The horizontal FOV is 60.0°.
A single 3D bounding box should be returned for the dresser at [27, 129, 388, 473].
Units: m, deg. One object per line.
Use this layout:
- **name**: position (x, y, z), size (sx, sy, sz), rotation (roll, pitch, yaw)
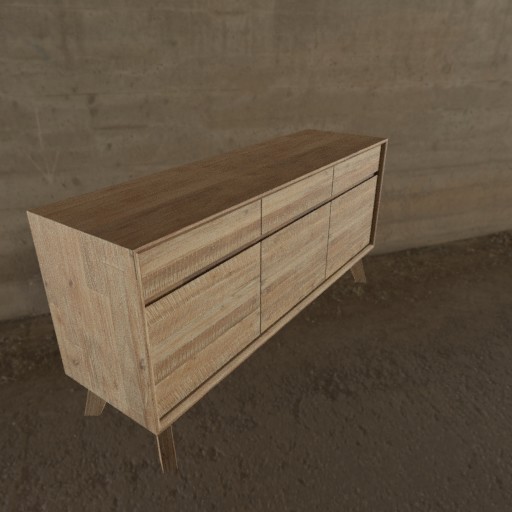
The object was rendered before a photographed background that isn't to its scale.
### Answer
- **dresser**: position (0.000, 0.000, 1.896), size (0.455, 0.788, 1.602), rotation (17, 31, 32)
